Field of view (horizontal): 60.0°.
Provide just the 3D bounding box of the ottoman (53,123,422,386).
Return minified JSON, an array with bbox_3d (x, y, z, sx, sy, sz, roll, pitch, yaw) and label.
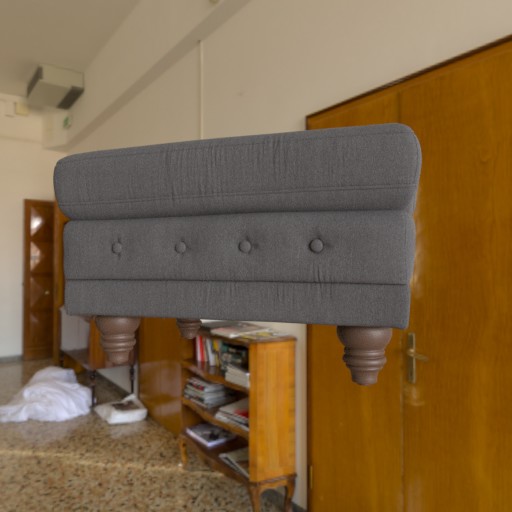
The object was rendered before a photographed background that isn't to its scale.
[{"bbox_3d":[0.000,0.000,1.114,0.771,0.500,0.569,0,-1,19],"label":"ottoman"}]
